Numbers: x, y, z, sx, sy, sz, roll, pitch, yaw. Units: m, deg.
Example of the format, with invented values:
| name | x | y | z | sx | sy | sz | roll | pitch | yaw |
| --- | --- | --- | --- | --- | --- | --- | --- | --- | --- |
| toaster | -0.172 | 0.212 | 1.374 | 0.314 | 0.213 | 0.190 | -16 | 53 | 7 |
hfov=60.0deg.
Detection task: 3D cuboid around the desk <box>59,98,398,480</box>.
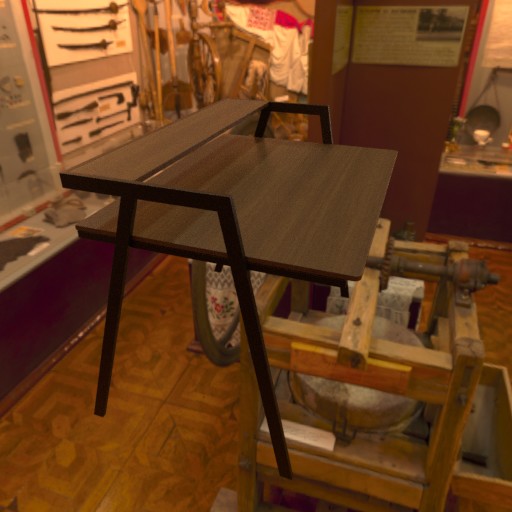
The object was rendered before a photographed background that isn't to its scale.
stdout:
| name | x | y | z | sx | sy | sz | roll | pitch | yaw |
| --- | --- | --- | --- | --- | --- | --- | --- | --- | --- |
| desk | 0.000 | 0.000 | 1.814 | 0.936 | 0.998 | 1.143 | 10 | 31 | 17 |
